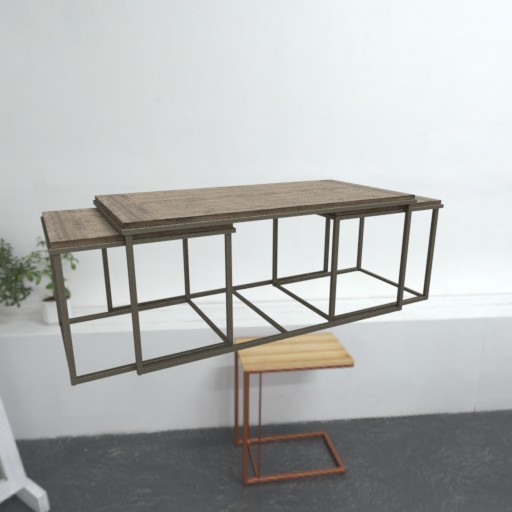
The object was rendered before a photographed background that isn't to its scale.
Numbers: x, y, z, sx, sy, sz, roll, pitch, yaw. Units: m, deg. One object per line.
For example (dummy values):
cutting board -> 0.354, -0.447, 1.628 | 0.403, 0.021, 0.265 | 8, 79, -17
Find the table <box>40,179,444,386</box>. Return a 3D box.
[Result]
table -> 0.000, 0.000, 1.552 | 1.312, 0.427, 0.489 | -8, 19, -26
